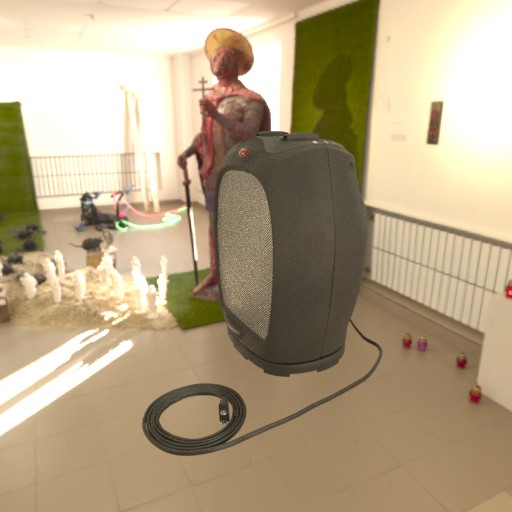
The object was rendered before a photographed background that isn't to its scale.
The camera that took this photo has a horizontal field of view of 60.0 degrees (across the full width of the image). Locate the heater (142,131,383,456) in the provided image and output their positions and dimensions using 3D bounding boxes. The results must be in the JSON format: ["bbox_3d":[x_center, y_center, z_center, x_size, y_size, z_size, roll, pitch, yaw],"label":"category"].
[{"bbox_3d":[0.000,0.000,0.476,0.291,0.255,0.239,-8,19,-25],"label":"heater"}]
